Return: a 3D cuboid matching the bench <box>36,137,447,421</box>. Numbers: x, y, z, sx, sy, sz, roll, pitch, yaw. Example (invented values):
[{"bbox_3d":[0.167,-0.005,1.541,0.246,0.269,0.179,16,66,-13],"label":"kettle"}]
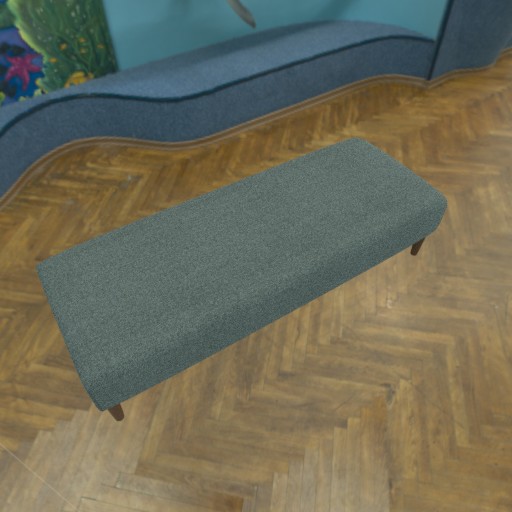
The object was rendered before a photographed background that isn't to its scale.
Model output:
[{"bbox_3d":[0.000,0.000,1.887,1.598,0.384,0.631,-25,52,-21],"label":"bench"}]
